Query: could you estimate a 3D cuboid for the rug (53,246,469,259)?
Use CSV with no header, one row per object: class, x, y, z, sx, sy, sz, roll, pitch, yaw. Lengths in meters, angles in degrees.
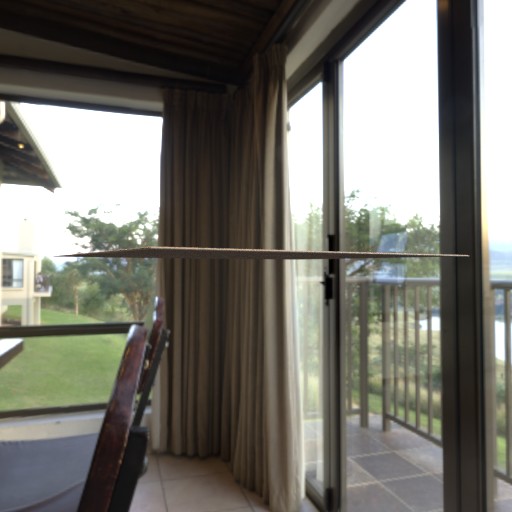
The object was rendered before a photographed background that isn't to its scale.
rug,0.000,0.000,4.041,2.980,0.012,2.363,1,-2,-35
